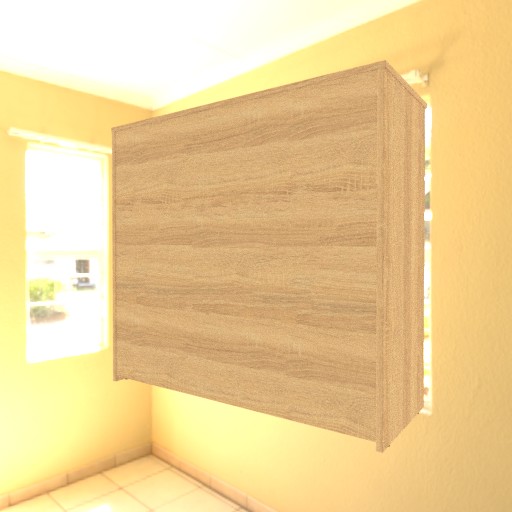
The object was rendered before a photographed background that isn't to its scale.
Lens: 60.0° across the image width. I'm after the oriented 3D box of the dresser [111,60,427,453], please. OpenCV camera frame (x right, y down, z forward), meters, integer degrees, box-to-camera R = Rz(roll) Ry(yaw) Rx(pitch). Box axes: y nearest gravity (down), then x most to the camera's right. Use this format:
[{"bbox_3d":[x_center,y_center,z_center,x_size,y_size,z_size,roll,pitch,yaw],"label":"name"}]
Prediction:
[{"bbox_3d":[0.000,0.000,1.444,0.980,0.900,0.380,1,1,35],"label":"dresser"}]
